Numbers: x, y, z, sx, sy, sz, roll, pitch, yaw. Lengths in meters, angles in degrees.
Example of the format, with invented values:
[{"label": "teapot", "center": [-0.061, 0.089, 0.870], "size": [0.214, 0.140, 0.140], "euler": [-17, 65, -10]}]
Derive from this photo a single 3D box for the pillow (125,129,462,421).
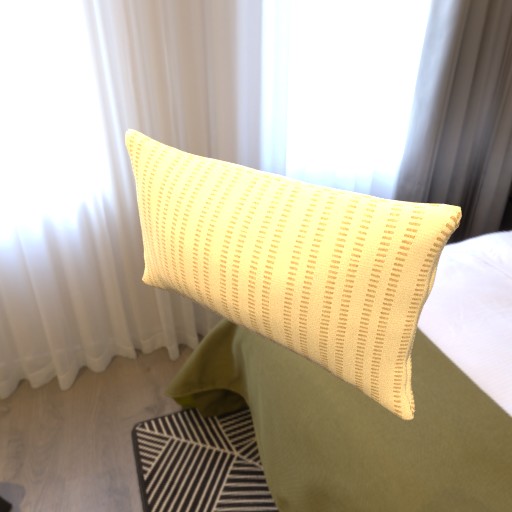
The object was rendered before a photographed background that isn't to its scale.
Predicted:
[{"label": "pillow", "center": [0.000, 0.000, 0.782], "size": [0.640, 0.353, 0.210], "euler": [21, 36, 33]}]
